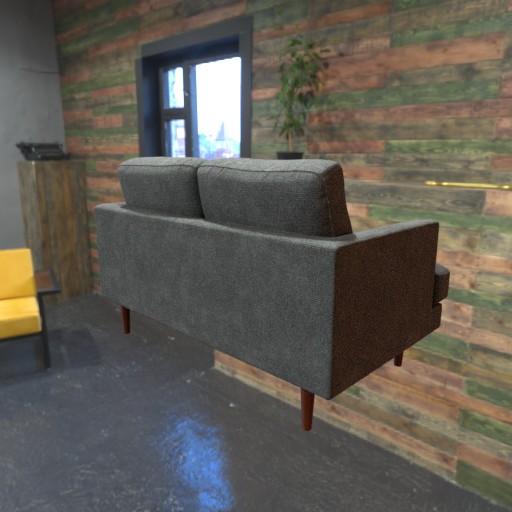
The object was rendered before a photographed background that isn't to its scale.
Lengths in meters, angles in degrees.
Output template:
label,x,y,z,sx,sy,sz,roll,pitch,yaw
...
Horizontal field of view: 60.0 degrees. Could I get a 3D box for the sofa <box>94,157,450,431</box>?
label,x,y,z,sx,sy,sz,roll,pitch,yaw
sofa,0.000,0.000,2.190,1.582,0.956,0.903,12,18,43
